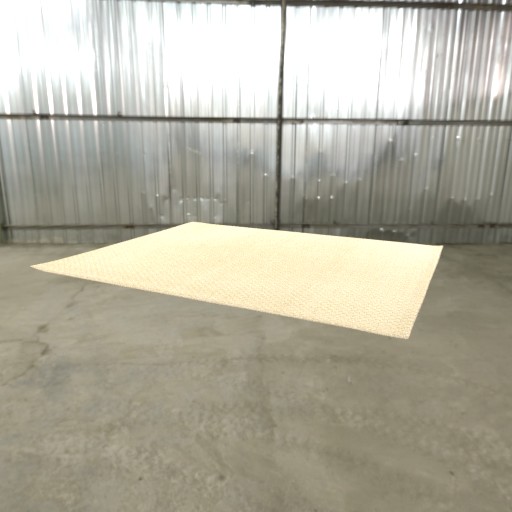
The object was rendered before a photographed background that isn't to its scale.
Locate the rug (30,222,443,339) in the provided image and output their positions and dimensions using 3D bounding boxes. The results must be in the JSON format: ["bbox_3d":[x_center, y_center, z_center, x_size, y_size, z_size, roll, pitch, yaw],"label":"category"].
[{"bbox_3d":[0.000,0.000,3.895,2.897,0.035,2.277,7,16,25],"label":"rug"}]
